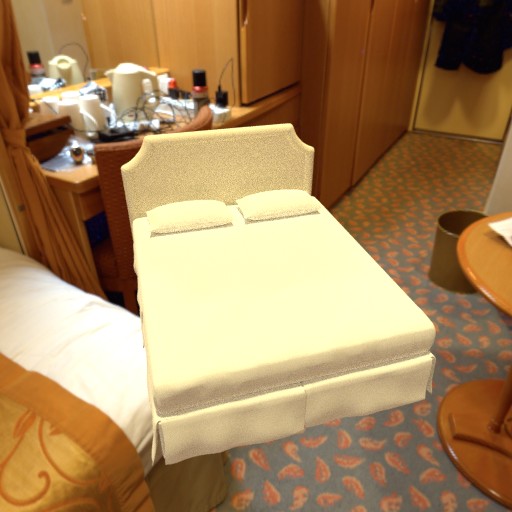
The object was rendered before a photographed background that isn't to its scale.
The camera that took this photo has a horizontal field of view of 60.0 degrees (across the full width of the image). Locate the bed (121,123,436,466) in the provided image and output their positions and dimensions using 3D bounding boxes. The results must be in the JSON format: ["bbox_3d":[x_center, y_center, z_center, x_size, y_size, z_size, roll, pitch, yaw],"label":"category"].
[{"bbox_3d":[0.000,0.000,4.145,2.350,1.590,2.773,-9,34,-14],"label":"bed"}]
